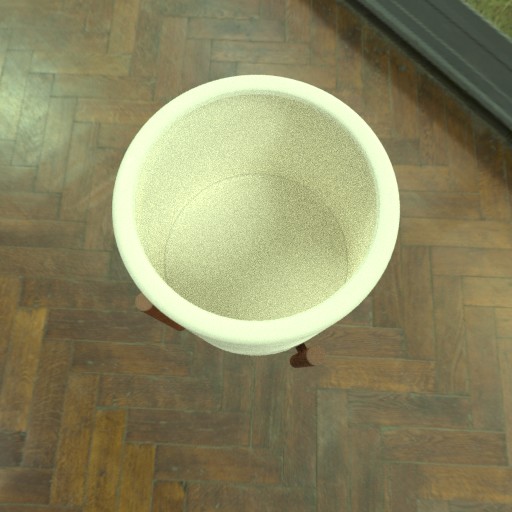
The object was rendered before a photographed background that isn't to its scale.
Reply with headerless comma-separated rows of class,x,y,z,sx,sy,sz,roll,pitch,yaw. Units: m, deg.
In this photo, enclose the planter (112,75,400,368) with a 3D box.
planter,0.000,0.000,0.515,0.224,0.358,0.224,17,76,4
